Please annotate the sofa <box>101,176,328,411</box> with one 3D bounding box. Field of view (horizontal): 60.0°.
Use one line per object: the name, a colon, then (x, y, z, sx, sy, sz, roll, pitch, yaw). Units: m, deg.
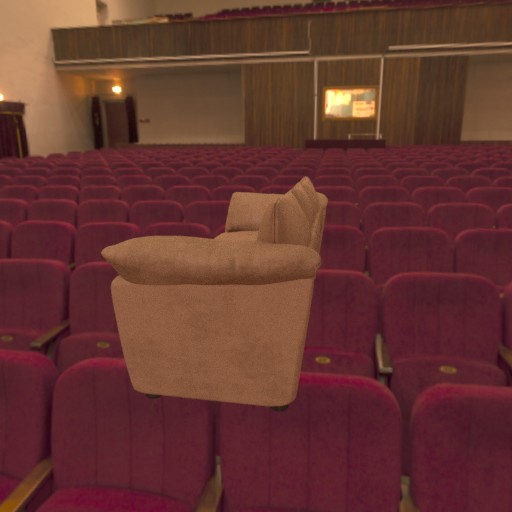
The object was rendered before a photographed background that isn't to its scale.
sofa: (0.000, 0.000, 2.891, 0.893, 0.981, 2.377, 2, 14, 10)
